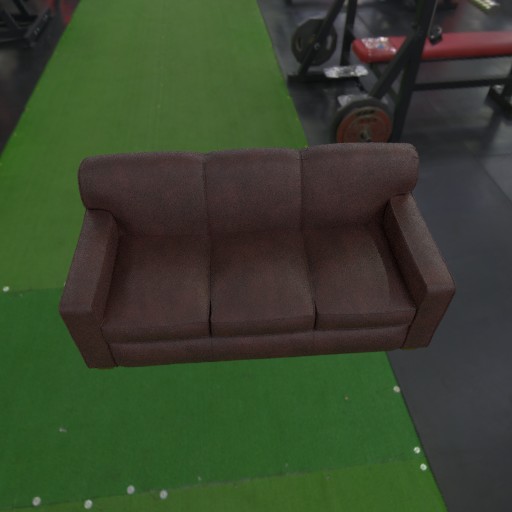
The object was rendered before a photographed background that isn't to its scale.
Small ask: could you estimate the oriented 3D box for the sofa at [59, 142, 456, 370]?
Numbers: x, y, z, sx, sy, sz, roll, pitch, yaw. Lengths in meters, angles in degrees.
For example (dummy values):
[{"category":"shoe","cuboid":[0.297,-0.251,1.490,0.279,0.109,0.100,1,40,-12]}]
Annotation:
[{"category":"sofa","cuboid":[0.000,0.000,2.641,2.039,0.953,1.008,-3,46,-3]}]
